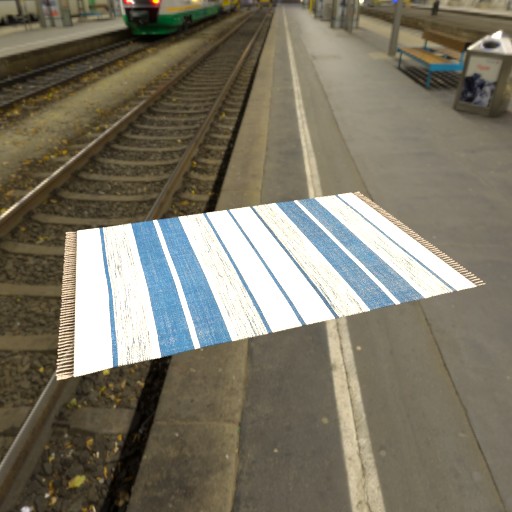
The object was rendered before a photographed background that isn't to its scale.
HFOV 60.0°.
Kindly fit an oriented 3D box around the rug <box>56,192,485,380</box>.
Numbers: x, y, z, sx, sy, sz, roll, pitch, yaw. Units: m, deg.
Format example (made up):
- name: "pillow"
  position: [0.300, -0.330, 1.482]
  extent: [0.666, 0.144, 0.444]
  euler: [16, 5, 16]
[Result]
- name: "rug"
  position: [0.000, 0.000, 2.976]
  extent: [2.441, 0.010, 1.532]
  euler: [-10, 32, -16]
